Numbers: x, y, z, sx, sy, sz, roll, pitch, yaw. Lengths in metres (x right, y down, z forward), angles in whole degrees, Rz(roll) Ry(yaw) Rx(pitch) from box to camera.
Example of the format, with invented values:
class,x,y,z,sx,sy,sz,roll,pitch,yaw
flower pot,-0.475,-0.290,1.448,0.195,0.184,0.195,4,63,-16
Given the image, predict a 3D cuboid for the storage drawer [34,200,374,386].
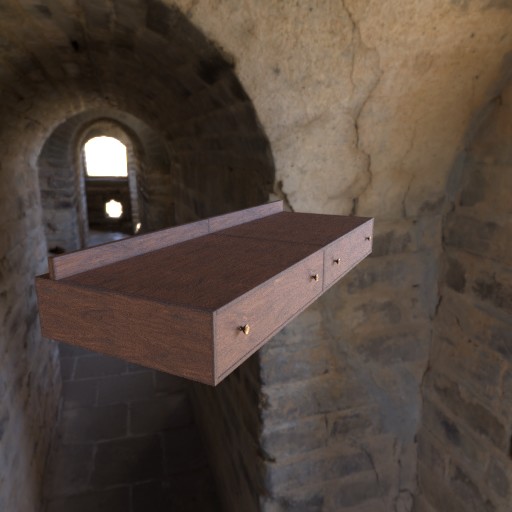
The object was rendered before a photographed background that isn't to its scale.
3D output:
class,x,y,z,sx,sy,sz,roll,pitch,yaw
storage drawer,0.000,0.000,2.243,0.774,0.339,1.914,7,16,27
